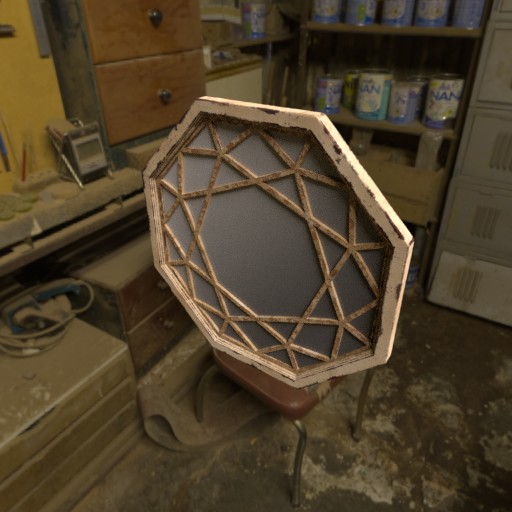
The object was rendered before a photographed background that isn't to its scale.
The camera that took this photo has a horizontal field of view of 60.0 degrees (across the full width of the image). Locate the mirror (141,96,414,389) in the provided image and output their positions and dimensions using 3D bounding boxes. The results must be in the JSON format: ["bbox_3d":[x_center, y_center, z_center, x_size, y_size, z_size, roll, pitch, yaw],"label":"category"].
[{"bbox_3d":[0.000,0.000,0.985,0.648,0.648,0.031,19,36,29],"label":"mirror"}]
